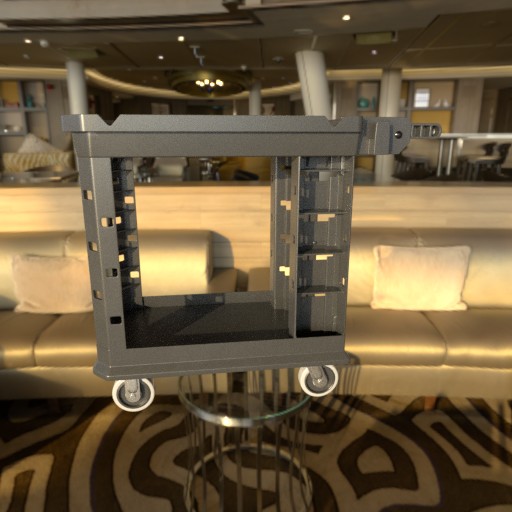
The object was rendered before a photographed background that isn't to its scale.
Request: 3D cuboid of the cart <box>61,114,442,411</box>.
[{"bbox_3d":[0.000,0.000,1.496,1.061,0.884,0.497,-2,15,-8],"label":"cart"}]
